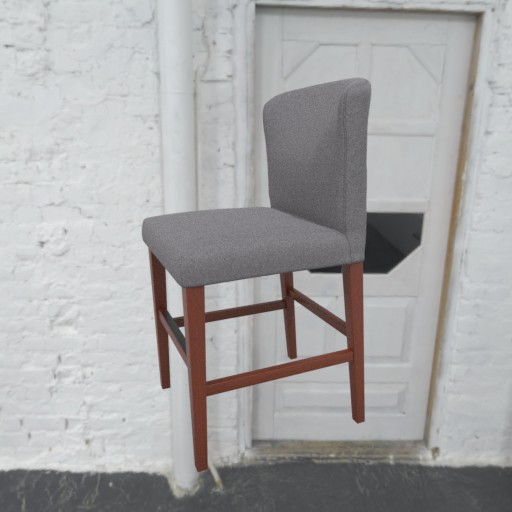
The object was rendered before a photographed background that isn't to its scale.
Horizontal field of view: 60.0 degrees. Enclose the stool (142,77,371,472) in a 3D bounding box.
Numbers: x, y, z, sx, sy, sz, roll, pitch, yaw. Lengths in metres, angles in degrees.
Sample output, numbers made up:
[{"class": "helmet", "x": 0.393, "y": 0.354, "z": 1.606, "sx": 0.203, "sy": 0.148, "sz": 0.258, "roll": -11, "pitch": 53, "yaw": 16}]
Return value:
[{"class": "stool", "x": 0.000, "y": 0.000, "z": 1.278, "sx": 0.568, "sy": 0.968, "sz": 0.481, "roll": -7, "pitch": 17, "yaw": -23}]
